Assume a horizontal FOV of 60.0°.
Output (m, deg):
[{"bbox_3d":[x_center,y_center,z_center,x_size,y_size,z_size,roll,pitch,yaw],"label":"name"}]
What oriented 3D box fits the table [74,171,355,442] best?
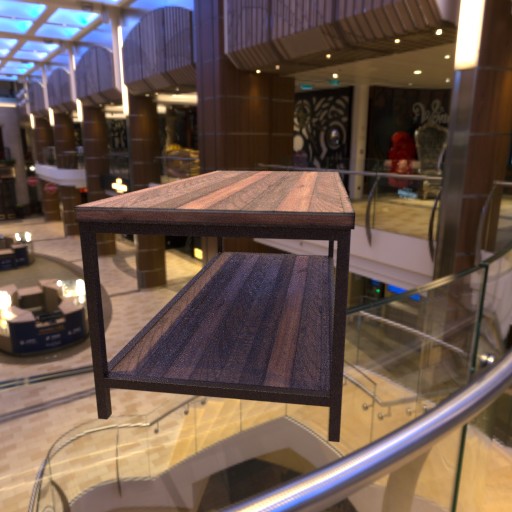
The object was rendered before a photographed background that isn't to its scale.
[{"bbox_3d":[0.000,0.000,1.216,0.452,0.399,0.990,2,14,8],"label":"table"}]
